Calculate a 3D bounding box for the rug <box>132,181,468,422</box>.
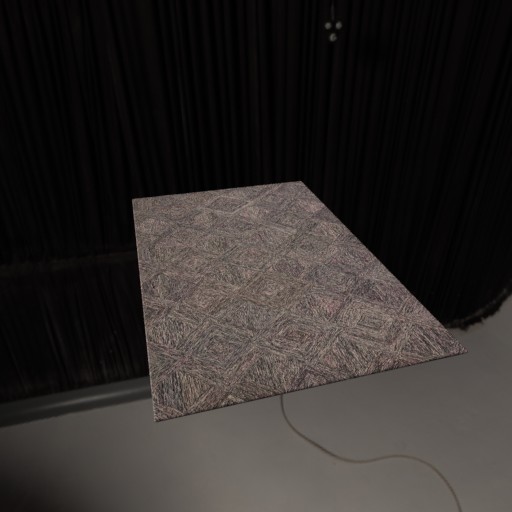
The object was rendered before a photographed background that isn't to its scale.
[{"bbox_3d":[0.000,0.000,2.930,1.501,0.017,2.298,-8,32,-13],"label":"rug"}]
